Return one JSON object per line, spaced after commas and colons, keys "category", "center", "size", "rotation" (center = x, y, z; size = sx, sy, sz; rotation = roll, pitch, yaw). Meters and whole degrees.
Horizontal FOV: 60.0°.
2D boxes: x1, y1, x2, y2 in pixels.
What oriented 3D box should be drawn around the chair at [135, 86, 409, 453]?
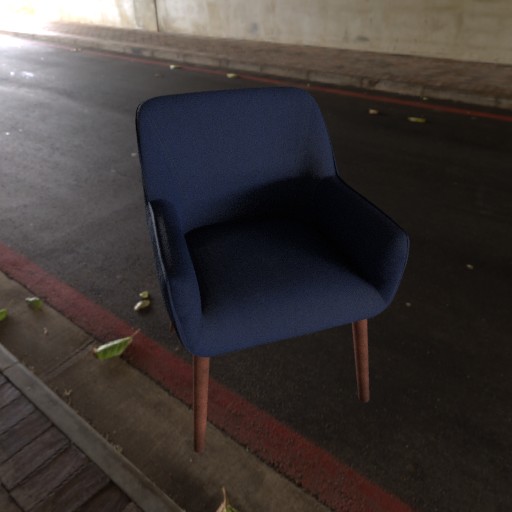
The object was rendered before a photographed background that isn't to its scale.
{"category": "chair", "center": [0.000, 0.000, 1.288], "size": [0.600, 0.820, 0.600], "rotation": [-10, 34, -16]}
